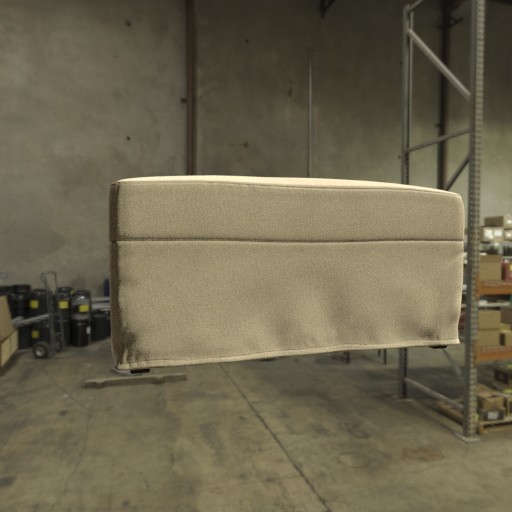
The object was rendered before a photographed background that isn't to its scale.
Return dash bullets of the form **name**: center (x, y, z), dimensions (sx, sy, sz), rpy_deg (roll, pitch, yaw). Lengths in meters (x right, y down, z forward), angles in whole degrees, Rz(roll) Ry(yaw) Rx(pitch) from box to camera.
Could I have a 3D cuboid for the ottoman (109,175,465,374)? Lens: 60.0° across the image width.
- **ottoman**: center (0.000, 0.000, 1.349), dimensions (0.842, 0.441, 0.843), rpy_deg (-1, 2, -17)
